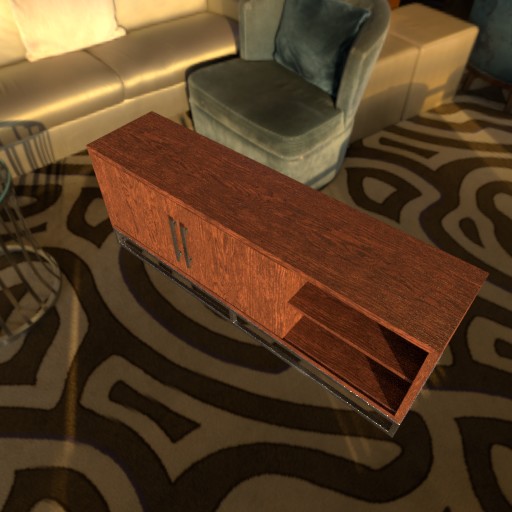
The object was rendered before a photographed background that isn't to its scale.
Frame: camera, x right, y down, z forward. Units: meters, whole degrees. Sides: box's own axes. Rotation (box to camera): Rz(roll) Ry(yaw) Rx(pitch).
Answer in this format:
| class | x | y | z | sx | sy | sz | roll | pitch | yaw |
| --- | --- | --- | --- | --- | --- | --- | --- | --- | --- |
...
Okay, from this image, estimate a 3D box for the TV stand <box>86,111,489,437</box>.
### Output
| class | x | y | z | sx | sy | sz | roll | pitch | yaw |
| --- | --- | --- | --- | --- | --- | --- | --- | --- | --- |
| TV stand | 0.000 | 0.000 | 1.800 | 1.541 | 0.578 | 0.382 | 31 | 54 | 26 |
